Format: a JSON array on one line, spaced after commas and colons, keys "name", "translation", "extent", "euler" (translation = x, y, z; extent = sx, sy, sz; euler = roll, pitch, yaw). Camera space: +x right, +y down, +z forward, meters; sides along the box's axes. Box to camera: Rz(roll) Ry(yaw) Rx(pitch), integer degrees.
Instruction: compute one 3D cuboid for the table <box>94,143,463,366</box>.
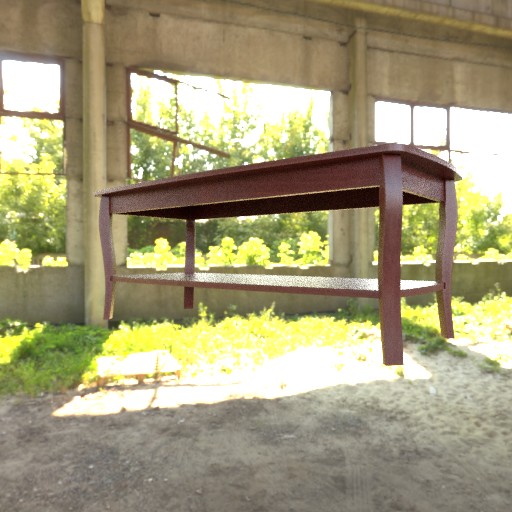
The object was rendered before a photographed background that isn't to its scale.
[{"name": "table", "translation": [0.000, 0.000, 1.478], "extent": [1.216, 0.473, 0.561], "euler": [0, 0, 39]}]
